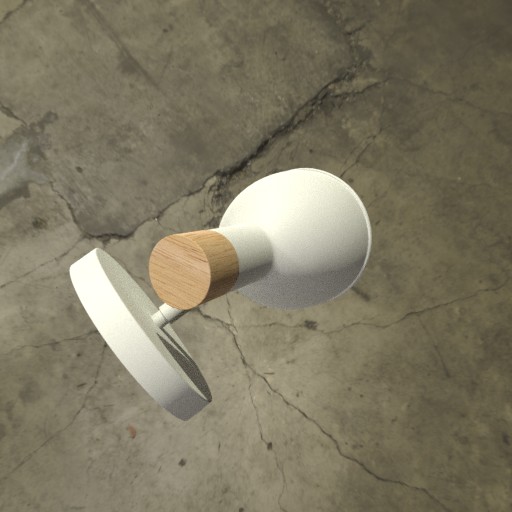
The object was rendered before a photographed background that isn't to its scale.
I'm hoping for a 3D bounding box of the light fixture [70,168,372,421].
[{"bbox_3d":[0.000,0.000,0.331,0.209,0.199,0.127,-37,79,-9],"label":"light fixture"}]
